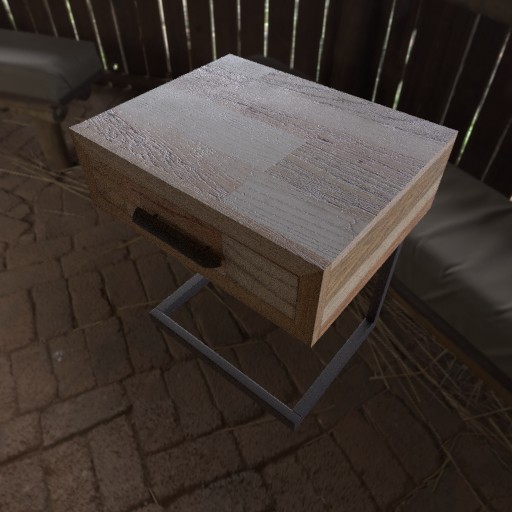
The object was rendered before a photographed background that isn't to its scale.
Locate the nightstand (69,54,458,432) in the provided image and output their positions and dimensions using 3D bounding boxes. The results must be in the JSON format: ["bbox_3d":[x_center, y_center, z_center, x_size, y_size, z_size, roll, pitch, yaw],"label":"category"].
[{"bbox_3d":[0.000,0.000,1.024,0.558,0.632,0.481,30,53,26],"label":"nightstand"}]
